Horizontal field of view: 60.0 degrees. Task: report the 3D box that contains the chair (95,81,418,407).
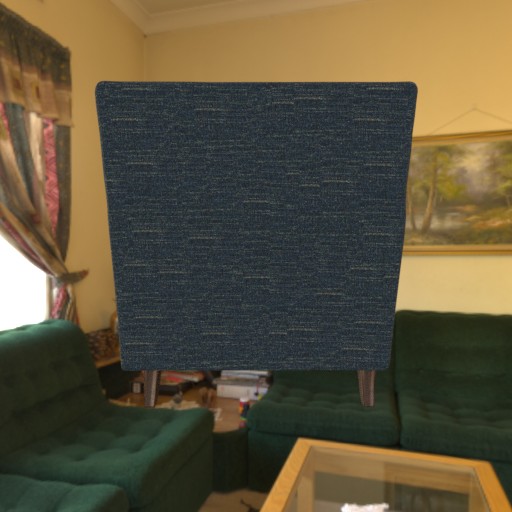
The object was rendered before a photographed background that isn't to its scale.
[{"bbox_3d":[0.000,0.000,1.601,0.864,0.928,0.873,0,0,0],"label":"chair"}]
